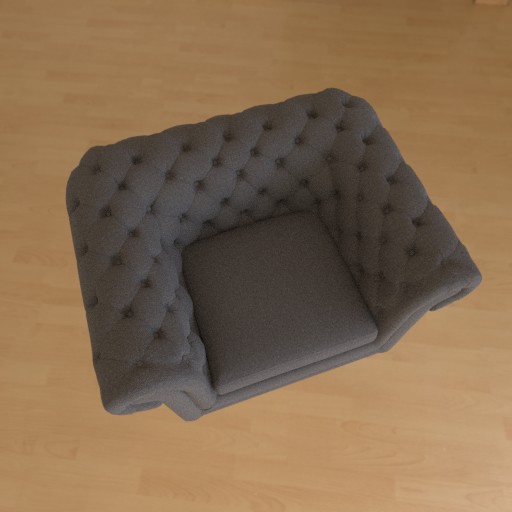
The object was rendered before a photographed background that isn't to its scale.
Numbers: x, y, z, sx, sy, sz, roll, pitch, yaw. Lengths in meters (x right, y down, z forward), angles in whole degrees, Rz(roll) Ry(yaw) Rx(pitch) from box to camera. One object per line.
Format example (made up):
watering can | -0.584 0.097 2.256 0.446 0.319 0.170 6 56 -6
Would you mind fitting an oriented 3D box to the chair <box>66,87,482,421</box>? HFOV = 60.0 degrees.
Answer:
chair | 0.000 0.000 1.813 1.270 0.770 0.976 -17 63 -9
